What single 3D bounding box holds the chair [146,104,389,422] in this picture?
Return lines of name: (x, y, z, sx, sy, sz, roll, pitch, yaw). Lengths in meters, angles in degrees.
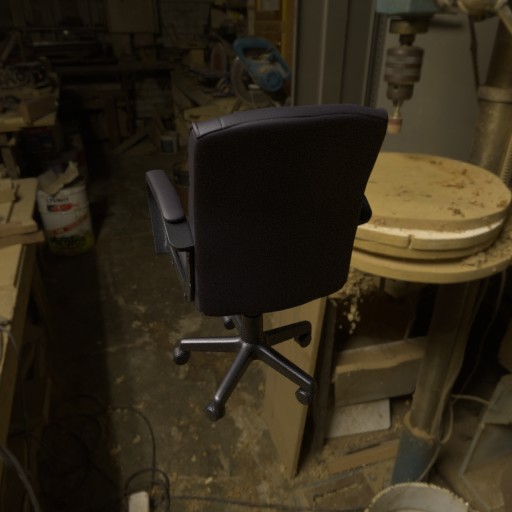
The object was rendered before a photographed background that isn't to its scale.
chair: (0.000, 0.000, 1.371, 0.576, 0.998, 0.641, -9, 31, -16)
